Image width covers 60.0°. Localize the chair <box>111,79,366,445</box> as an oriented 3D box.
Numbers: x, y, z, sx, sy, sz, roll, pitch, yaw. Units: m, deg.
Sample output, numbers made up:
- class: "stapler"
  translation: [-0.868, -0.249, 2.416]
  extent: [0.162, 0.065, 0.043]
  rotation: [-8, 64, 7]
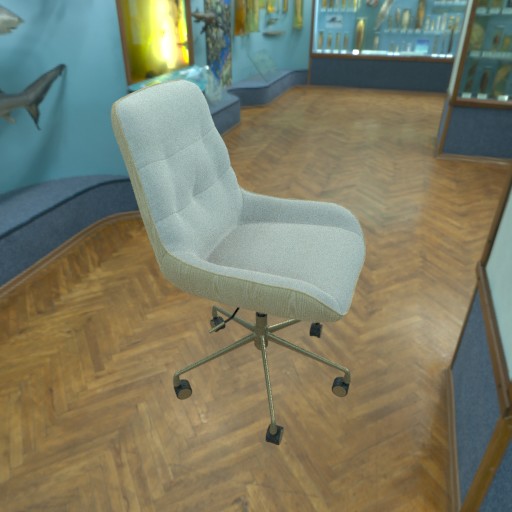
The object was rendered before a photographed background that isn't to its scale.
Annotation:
- class: "chair"
  translation: [0.000, 0.000, 1.355]
  extent: [0.668, 0.952, 0.564]
  rotation: [11, 32, 17]
